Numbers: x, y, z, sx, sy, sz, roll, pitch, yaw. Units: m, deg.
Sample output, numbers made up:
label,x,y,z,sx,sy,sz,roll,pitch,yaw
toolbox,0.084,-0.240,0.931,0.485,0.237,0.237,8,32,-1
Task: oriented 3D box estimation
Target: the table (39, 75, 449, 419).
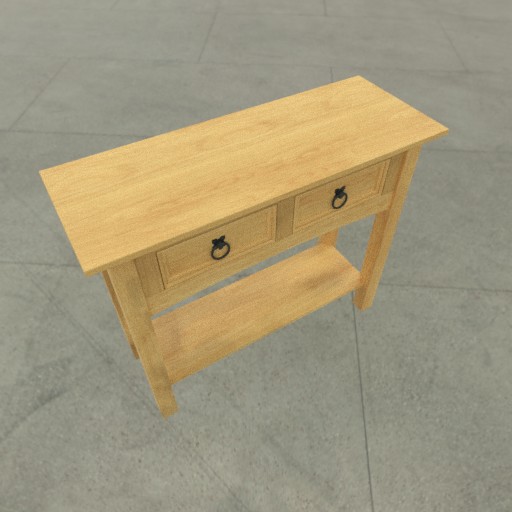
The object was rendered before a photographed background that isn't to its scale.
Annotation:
label,x,y,z,sx,sy,sz,roll,pitch,yaw
table,0.000,0.000,1.289,0.900,0.728,0.340,-24,51,-21
